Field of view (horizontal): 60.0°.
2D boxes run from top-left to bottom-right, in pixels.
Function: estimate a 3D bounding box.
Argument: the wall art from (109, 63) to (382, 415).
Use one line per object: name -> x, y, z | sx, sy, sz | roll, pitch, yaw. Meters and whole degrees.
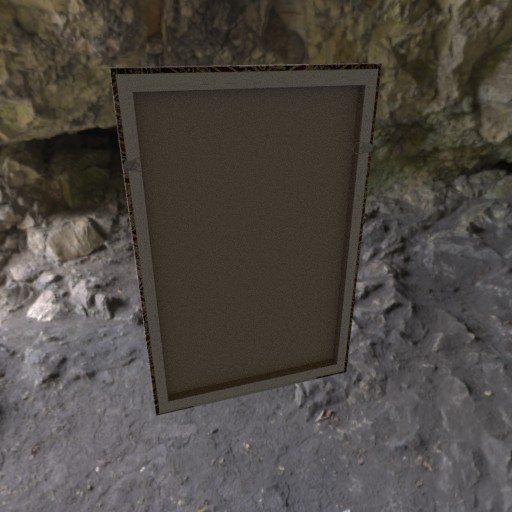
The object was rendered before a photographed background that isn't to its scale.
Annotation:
wall art -> 0.000, 0.000, 0.758 | 0.397, 0.599, 0.020 | -8, 27, -16
